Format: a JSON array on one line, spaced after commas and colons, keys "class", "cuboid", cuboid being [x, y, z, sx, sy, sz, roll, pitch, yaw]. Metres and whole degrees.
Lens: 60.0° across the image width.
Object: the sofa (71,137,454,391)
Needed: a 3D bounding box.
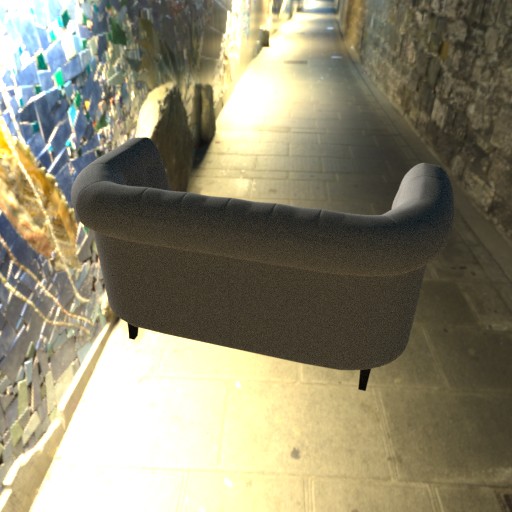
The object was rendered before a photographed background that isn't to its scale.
[{"class": "sofa", "cuboid": [0.000, 0.000, 2.011, 1.558, 0.827, 0.835, 9, 32, 14]}]
